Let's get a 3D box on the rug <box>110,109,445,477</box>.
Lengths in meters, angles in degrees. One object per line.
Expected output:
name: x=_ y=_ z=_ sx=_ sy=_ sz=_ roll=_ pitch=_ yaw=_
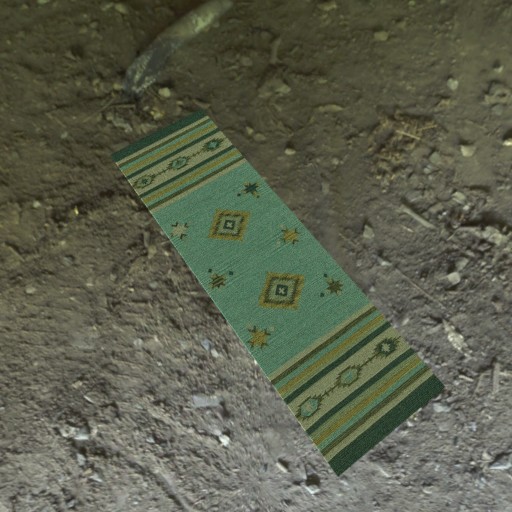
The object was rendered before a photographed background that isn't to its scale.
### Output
rug: x=0.000 y=0.000 z=2.714 sx=0.744 sy=0.010 sz=2.441 roll=-32 pitch=68 yaw=-15
